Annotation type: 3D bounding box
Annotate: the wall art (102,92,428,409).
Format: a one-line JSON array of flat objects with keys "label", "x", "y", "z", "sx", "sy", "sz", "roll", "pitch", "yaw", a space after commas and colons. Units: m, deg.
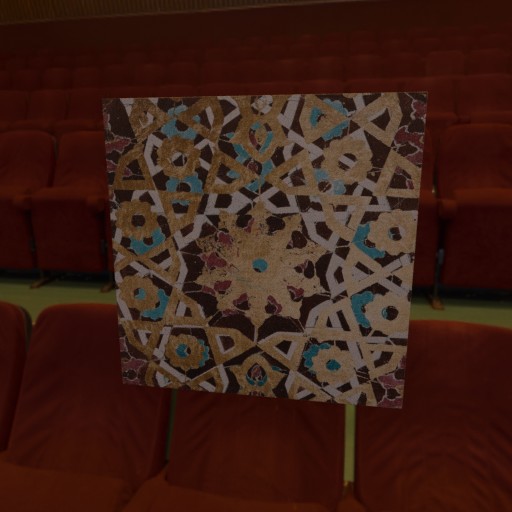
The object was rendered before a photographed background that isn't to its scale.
[{"label": "wall art", "x": 0.000, "y": 0.000, "z": 1.116, "sx": 0.757, "sy": 0.762, "sz": 0.028, "roll": 2, "pitch": 13, "yaw": 9}]
